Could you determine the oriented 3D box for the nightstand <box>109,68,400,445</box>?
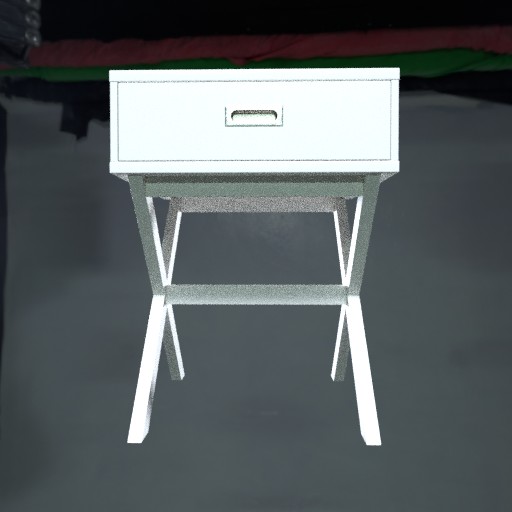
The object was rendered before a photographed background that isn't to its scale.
[{"bbox_3d":[0.000,0.000,0.935,0.479,0.623,0.402,0,1,1],"label":"nightstand"}]
